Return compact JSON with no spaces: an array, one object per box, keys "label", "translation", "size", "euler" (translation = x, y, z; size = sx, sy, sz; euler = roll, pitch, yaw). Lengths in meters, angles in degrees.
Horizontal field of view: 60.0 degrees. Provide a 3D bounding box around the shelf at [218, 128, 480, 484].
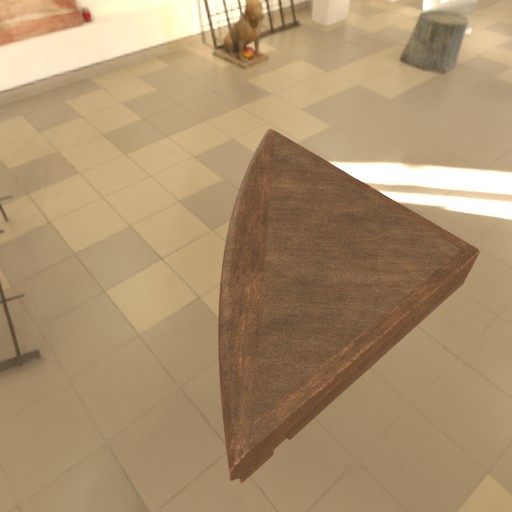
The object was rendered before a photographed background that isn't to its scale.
[{"label":"shelf","translation":[0.000,0.000,0.458],"size":[0.310,0.050,0.310],"euler":[-32,54,-27]}]
